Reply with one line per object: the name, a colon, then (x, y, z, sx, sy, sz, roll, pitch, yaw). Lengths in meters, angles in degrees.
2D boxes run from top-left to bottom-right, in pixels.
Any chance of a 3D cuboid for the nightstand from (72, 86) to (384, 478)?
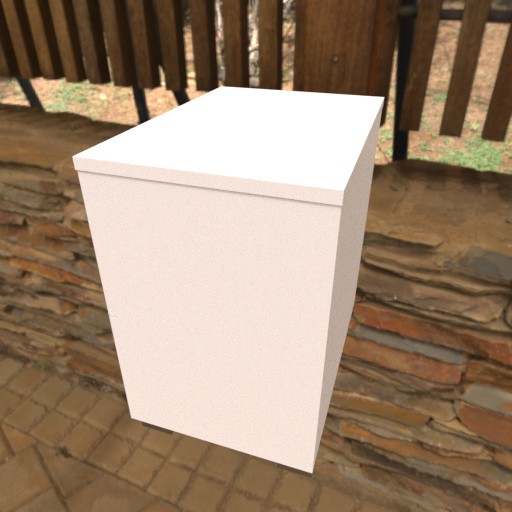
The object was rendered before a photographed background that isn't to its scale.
nightstand: (0.000, 0.000, 0.761, 0.325, 0.460, 0.441, 10, 33, 16)
